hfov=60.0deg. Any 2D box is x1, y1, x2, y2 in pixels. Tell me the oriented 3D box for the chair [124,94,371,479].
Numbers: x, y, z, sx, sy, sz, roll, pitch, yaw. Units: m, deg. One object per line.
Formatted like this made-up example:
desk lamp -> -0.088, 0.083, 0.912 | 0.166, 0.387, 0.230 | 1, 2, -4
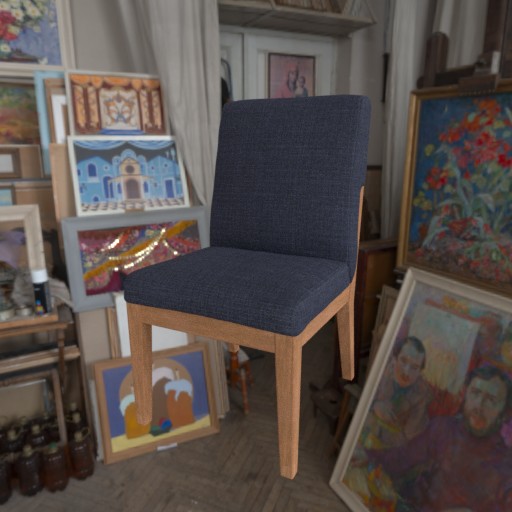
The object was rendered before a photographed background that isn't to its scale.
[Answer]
chair -> 0.000, 0.000, 1.276 | 0.507, 0.911, 0.586 | 7, 16, 26
